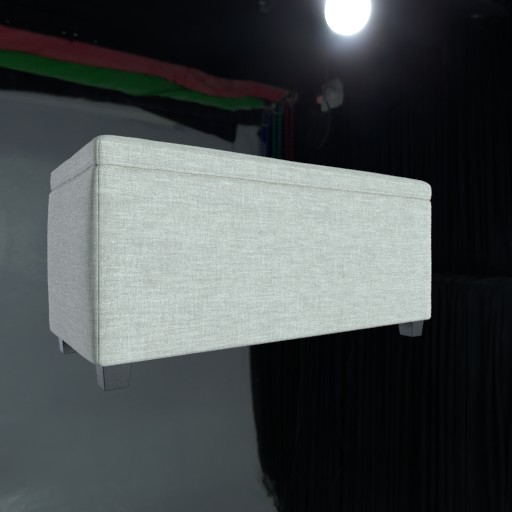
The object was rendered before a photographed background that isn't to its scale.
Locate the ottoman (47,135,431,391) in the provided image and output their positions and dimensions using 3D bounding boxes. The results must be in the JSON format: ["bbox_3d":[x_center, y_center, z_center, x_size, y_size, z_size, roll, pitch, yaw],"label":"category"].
[{"bbox_3d":[0.000,0.000,1.103,0.902,0.432,0.419,0,1,-35],"label":"ottoman"}]
